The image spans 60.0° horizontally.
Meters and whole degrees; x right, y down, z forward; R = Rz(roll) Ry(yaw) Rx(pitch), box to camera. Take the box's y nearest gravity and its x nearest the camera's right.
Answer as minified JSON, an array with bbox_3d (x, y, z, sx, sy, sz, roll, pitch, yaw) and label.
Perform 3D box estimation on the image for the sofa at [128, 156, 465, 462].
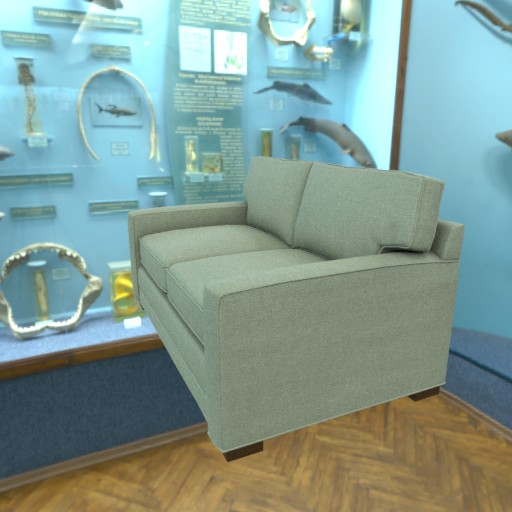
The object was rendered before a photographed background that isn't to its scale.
[{"bbox_3d":[0.000,0.000,2.067,0.940,0.853,1.484,-7,17,-24],"label":"sofa"}]
